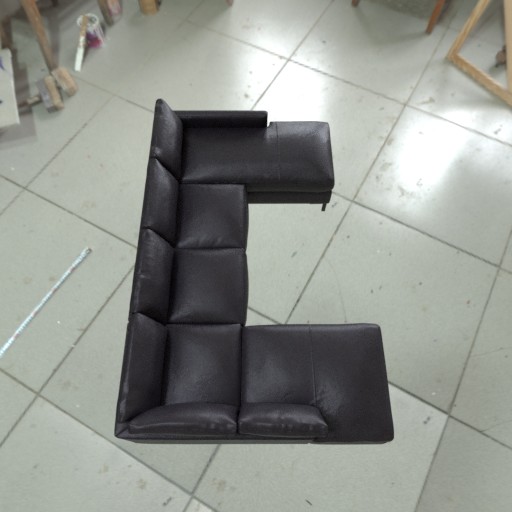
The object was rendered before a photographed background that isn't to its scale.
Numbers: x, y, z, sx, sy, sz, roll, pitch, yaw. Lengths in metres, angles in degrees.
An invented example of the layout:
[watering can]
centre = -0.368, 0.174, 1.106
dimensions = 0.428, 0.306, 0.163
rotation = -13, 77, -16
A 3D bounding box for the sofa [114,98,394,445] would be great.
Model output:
[sofa]
centre = 0.000, 0.000, 3.783
dimensions = 1.939, 0.900, 2.956
rotation = 0, 64, 0
